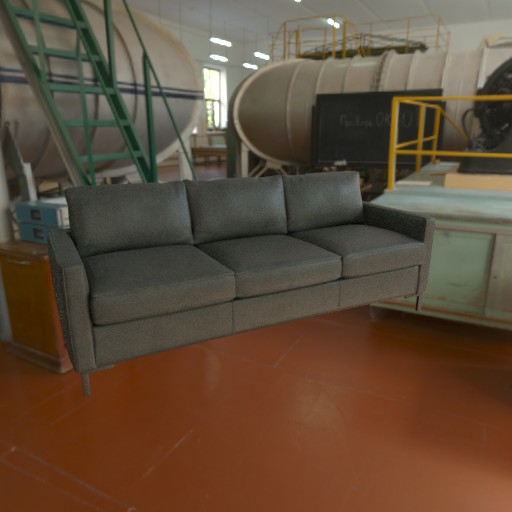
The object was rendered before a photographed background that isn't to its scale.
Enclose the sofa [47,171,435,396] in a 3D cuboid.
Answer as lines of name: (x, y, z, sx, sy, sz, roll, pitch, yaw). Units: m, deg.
sofa: (0.000, 0.000, 2.424, 2.029, 0.805, 0.748, -8, 18, -26)
